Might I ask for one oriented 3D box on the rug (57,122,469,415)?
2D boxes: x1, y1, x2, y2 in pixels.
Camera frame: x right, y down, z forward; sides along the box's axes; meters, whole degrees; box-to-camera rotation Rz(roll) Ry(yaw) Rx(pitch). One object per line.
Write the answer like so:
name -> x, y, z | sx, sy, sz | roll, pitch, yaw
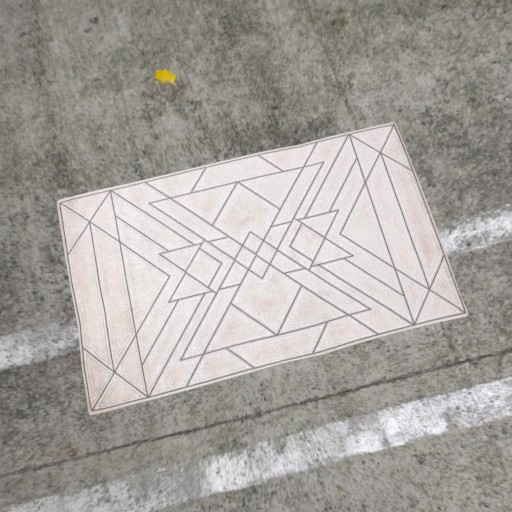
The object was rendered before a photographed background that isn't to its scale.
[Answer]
rug -> 0.000, 0.000, 1.039 | 0.869, 0.008, 0.511 | -14, 76, -4
